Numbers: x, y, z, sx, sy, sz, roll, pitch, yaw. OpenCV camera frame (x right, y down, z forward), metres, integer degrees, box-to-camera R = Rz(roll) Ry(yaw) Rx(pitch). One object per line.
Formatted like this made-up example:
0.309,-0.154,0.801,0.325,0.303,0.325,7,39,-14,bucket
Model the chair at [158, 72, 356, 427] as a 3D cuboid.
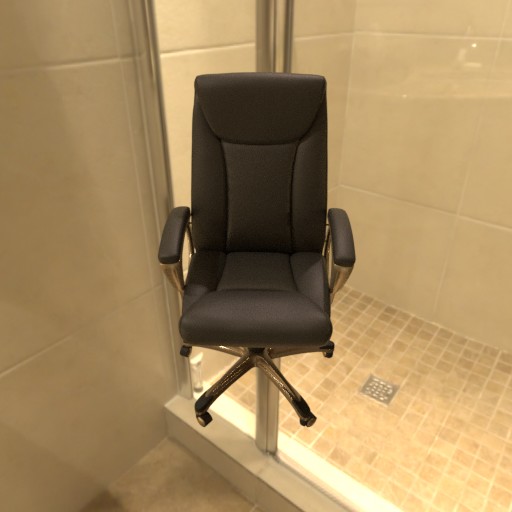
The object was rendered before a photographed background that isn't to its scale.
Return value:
0.000,0.000,1.632,0.694,1.188,0.748,1,30,1,chair
